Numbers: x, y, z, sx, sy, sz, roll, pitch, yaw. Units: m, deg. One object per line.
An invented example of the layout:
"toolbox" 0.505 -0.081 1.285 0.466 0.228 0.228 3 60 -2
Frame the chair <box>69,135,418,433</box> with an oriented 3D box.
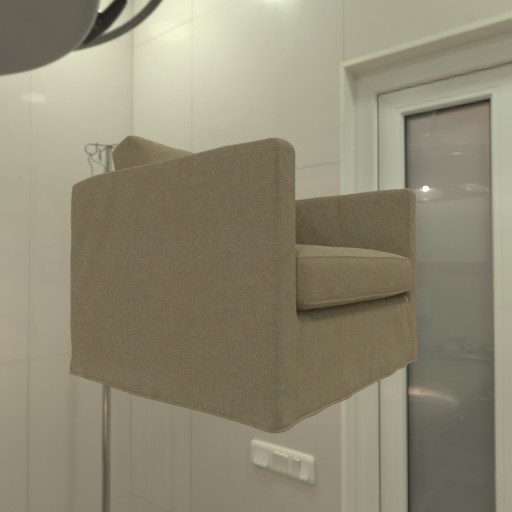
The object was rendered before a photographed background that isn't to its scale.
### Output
"chair" 0.000 0.000 1.729 0.949 0.863 1.057 -1 -1 38
